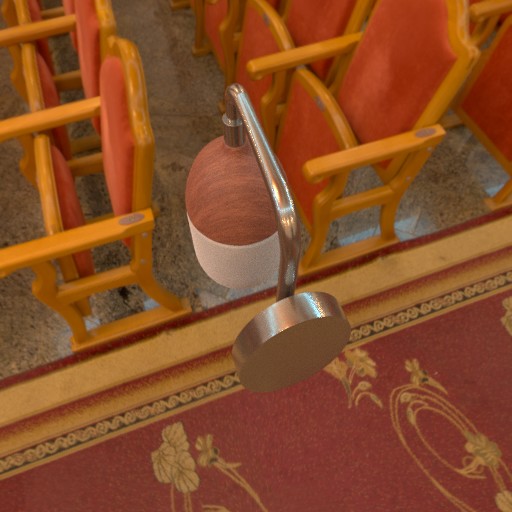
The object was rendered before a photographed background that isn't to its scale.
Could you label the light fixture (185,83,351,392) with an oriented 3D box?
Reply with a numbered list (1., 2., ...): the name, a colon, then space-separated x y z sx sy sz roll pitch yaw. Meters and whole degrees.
1. light fixture: 0.000 0.000 0.446 0.108 0.343 0.216 -17 59 -10
